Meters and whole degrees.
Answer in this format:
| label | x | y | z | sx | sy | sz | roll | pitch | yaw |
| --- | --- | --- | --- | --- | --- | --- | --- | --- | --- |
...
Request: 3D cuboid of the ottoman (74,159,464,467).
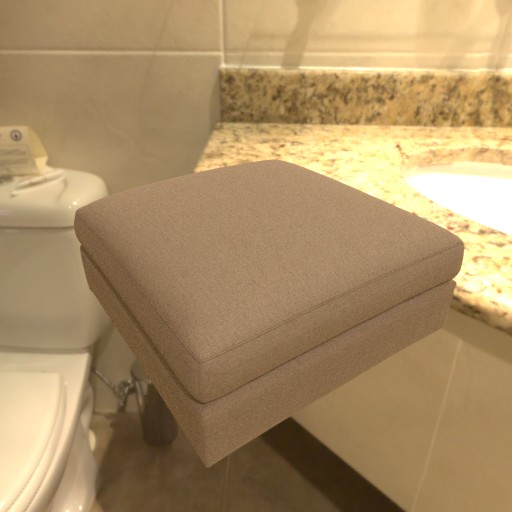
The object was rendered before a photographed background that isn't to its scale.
| label | x | y | z | sx | sy | sz | roll | pitch | yaw |
| --- | --- | --- | --- | --- | --- | --- | --- | --- | --- |
| ottoman | 0.000 | 0.000 | 1.648 | 1.041 | 0.470 | 1.041 | -19 | 36 | -29 |
